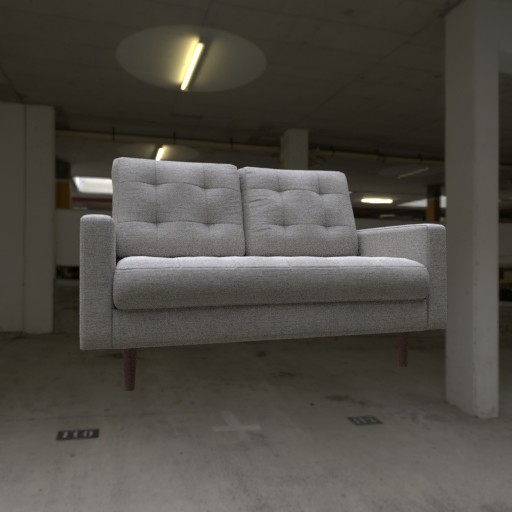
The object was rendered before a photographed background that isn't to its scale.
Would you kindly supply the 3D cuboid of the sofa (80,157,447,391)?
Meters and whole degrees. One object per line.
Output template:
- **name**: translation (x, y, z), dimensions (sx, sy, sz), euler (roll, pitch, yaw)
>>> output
- **sofa**: translation (0.000, 0.000, 1.961), dimensions (1.407, 0.907, 0.842), euler (0, 0, -18)
